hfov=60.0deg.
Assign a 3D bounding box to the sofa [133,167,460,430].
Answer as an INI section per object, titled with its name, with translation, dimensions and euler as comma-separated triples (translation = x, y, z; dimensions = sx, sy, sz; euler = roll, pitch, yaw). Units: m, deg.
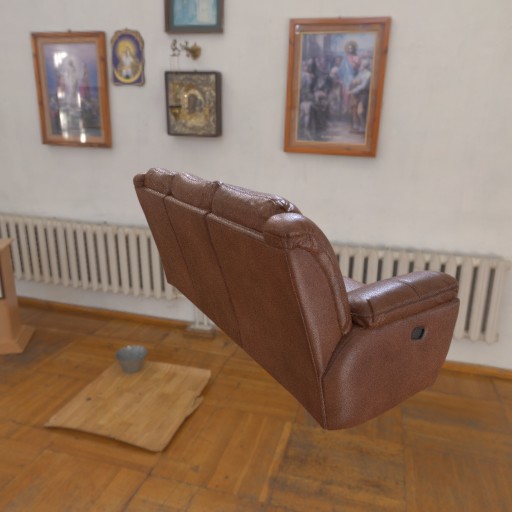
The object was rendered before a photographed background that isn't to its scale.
[sofa]
translation = 0.000, 0.000, 2.819
dimensions = 0.991, 1.043, 2.337
euler = -8, 18, -27
